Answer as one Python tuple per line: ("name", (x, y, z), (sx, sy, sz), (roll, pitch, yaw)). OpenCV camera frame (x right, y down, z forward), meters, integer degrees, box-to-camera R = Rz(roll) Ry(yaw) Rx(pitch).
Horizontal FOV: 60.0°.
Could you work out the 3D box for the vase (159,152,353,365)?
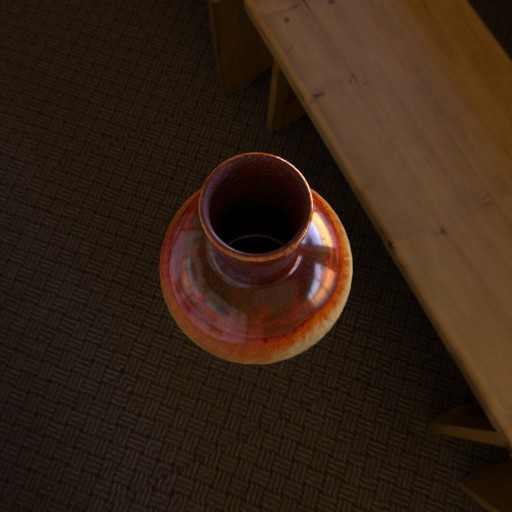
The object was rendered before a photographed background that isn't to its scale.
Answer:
("vase", (0.000, 0.000, 0.232), (0.111, 0.154, 0.111), (0, 76, 0))
